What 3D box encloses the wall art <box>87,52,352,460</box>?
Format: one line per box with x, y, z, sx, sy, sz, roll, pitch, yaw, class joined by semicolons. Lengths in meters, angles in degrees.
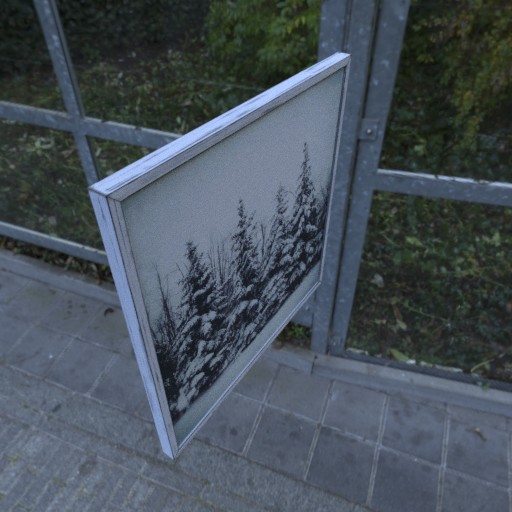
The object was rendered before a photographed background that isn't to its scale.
0.000;0.000;1.083;0.037;0.761;0.761;24;46;26;wall art
